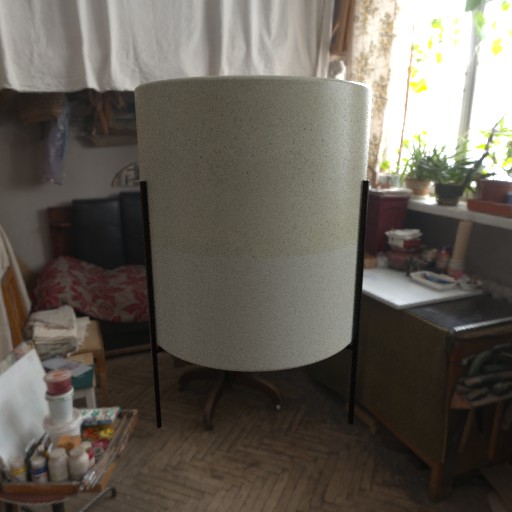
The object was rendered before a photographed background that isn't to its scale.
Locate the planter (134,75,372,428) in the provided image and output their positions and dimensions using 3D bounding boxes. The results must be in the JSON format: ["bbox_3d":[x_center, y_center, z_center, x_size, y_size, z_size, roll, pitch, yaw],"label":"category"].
[{"bbox_3d":[0.000,0.000,0.683,0.333,0.483,0.324,8,17,27],"label":"planter"}]
